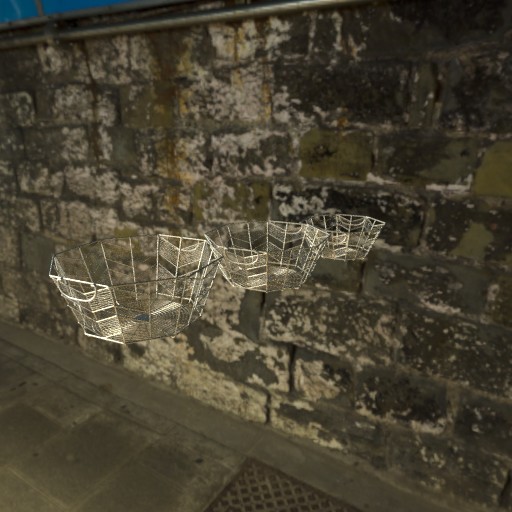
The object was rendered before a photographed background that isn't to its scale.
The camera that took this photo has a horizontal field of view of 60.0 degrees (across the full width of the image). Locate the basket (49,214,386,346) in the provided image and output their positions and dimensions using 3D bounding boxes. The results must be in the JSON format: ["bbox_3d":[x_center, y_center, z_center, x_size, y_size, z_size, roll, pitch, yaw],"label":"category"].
[{"bbox_3d":[0.000,0.000,1.407,1.246,0.178,0.432,-16,23,-41],"label":"basket"}]
